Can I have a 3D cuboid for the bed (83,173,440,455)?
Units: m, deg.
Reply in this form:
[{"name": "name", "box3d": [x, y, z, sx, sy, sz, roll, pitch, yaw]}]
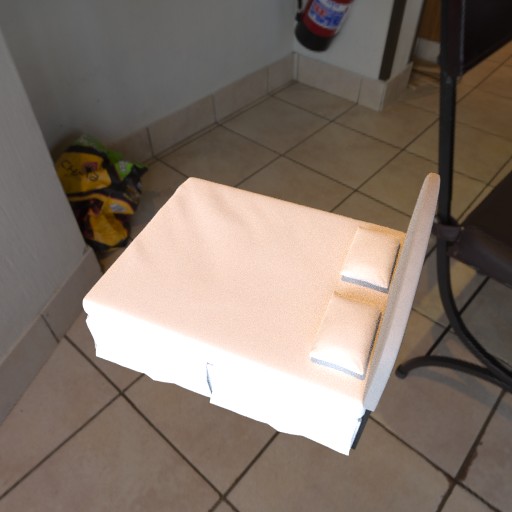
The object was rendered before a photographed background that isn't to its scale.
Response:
[{"name": "bed", "box3d": [0.000, 0.000, 3.058, 2.005, 1.410, 1.607, 17, 49, 16]}]
